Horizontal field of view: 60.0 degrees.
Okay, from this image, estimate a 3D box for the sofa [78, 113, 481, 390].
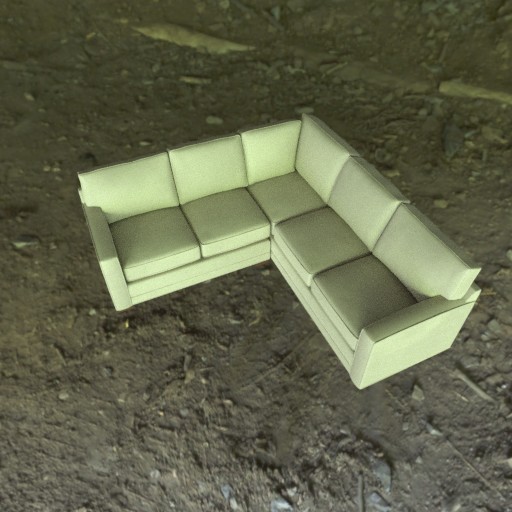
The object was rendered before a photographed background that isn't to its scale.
[{"bbox_3d":[0.000,0.000,3.354,2.182,0.939,2.189,-18,48,-17],"label":"sofa"}]
